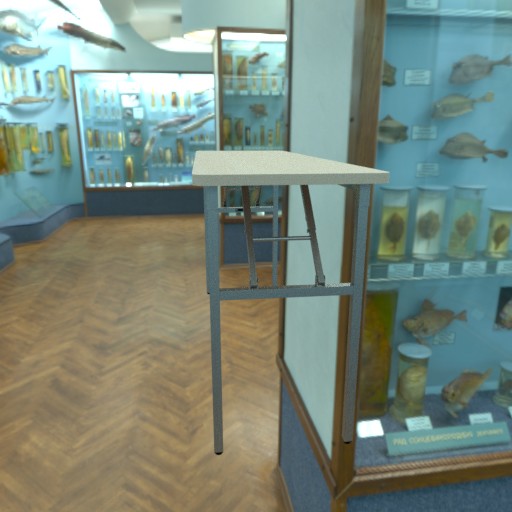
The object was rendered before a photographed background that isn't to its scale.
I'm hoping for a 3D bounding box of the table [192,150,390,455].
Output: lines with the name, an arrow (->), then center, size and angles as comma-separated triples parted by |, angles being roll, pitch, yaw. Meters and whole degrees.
table -> 0.000, 0.000, 1.726 | 0.446, 0.750, 1.397 | -2, 15, -7
